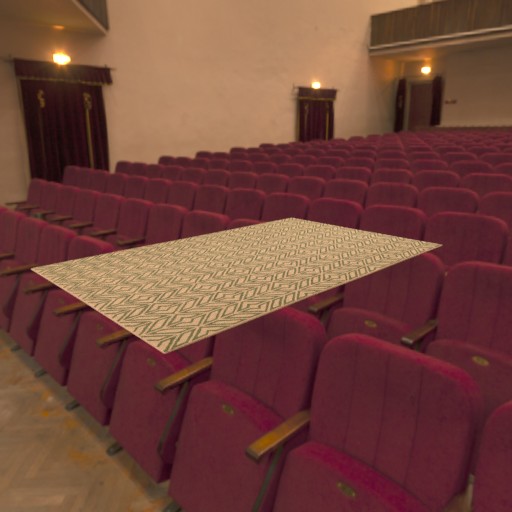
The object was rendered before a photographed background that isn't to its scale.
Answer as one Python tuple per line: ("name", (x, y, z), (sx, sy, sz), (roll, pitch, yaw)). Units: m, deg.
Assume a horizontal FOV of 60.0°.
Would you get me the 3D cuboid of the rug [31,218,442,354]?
("rug", (0.000, 0.000, 3.046), (2.435, 0.011, 1.517), (-15, 21, -42))
